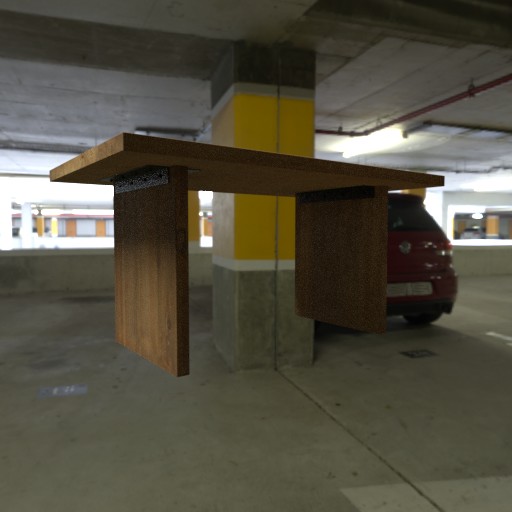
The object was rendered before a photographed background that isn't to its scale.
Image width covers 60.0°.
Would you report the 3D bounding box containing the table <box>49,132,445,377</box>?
[{"bbox_3d":[0.000,0.000,2.106,1.609,0.780,0.946,-2,4,-36],"label":"table"}]
